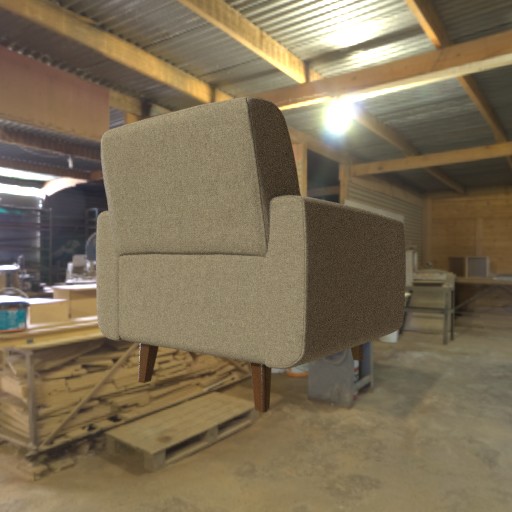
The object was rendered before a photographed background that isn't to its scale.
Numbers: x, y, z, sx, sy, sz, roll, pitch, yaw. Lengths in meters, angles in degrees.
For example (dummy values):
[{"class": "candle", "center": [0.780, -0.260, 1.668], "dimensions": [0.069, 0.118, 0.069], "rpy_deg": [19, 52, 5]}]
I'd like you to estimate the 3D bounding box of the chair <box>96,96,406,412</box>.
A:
[{"class": "chair", "center": [0.000, 0.000, 1.605], "dimensions": [0.831, 0.839, 0.907], "rpy_deg": [0, 0, 35]}]
